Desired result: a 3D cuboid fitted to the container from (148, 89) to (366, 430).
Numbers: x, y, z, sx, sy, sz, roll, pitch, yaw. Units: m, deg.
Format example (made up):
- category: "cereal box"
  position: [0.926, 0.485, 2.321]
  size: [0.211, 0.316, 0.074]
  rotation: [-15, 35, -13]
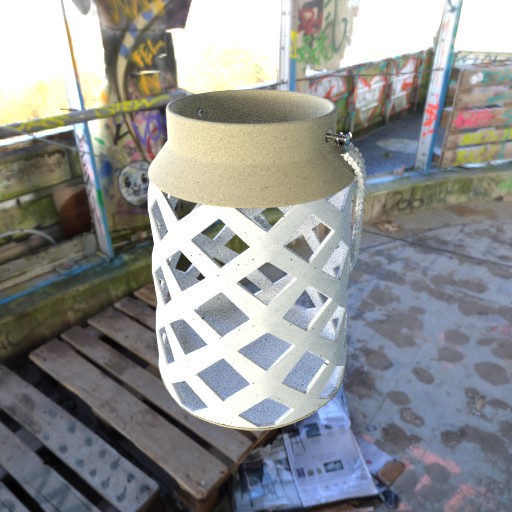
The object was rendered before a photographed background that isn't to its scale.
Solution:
- category: "container"
  position: [0.000, 0.000, 0.397]
  size: [0.188, 0.264, 0.198]
  rotation: [21, 36, 32]
